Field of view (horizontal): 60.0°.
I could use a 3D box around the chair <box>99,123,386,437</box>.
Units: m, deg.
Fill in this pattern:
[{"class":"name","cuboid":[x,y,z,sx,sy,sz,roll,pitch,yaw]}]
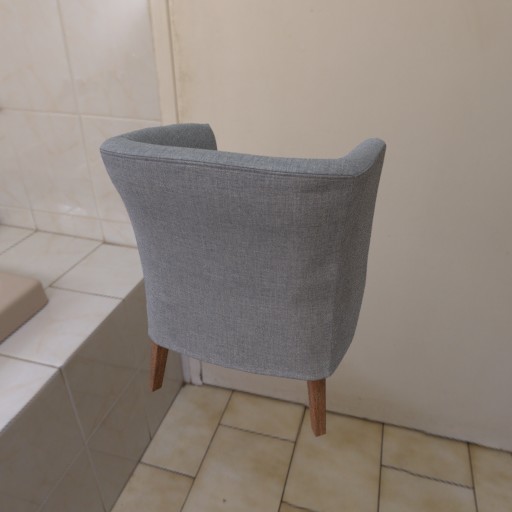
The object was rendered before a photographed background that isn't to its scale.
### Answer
[{"class":"chair","cuboid":[0.000,0.000,1.253,0.600,0.771,0.668,9,31,16]}]
